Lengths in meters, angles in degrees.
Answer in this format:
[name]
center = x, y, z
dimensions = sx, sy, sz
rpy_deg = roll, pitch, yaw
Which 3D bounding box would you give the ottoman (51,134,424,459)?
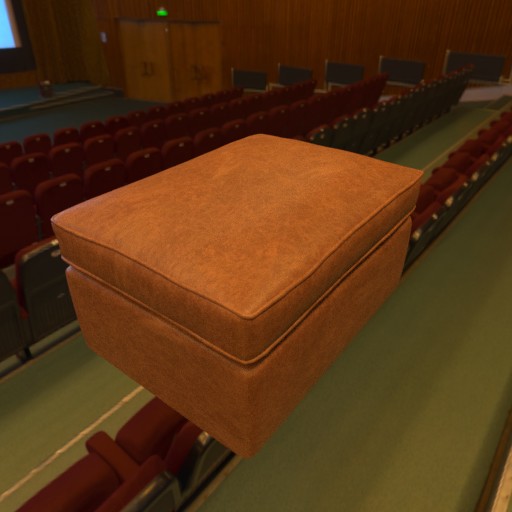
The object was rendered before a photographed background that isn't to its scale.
[ottoman]
center = 0.000, 0.000, 1.132
dimensions = 0.554, 0.468, 0.756
rpy_deg = 22, 39, 31
